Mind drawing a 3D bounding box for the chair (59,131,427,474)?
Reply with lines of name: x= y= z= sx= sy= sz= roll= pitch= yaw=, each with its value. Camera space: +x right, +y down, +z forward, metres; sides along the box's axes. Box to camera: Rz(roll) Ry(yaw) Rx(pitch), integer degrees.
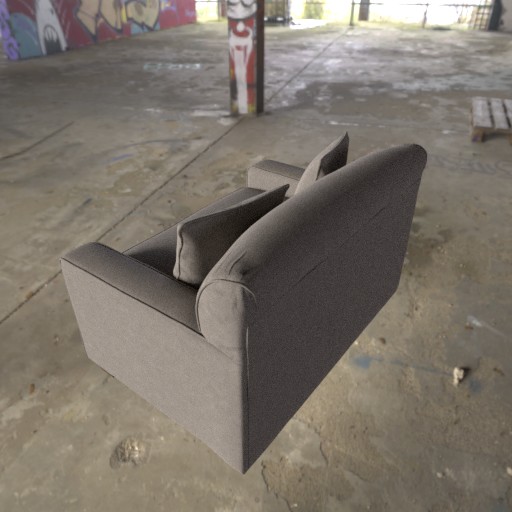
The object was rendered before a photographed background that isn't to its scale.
chair: x=0.000 y=0.000 z=2.047 sx=0.992 sy=0.953 sz=1.395 roll=22 pitch=39 yaw=31
